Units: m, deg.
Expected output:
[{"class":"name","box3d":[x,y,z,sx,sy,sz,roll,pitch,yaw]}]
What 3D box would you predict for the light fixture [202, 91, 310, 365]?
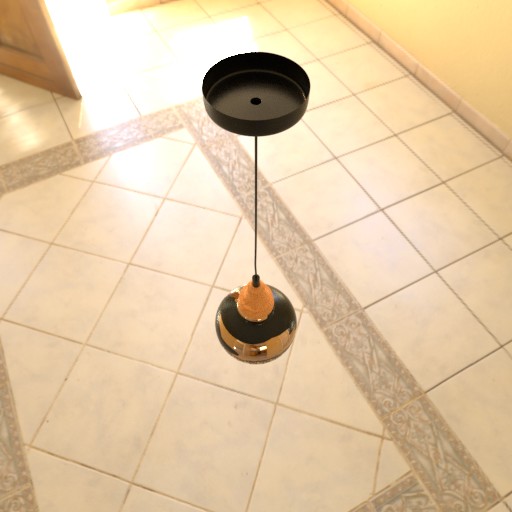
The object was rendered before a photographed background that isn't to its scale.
[{"class":"light fixture","box3d":[0.000,0.000,1.795,0.430,1.606,0.430,-33,63,-19]}]
